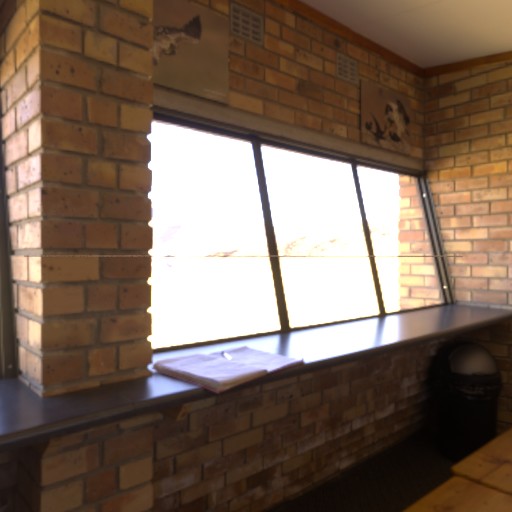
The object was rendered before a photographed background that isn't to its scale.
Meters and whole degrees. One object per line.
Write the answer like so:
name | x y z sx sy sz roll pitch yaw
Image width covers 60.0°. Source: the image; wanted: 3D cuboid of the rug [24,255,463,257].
rug | 0.000 0.000 3.718 2.895 0.006 1.981 0 0 17
